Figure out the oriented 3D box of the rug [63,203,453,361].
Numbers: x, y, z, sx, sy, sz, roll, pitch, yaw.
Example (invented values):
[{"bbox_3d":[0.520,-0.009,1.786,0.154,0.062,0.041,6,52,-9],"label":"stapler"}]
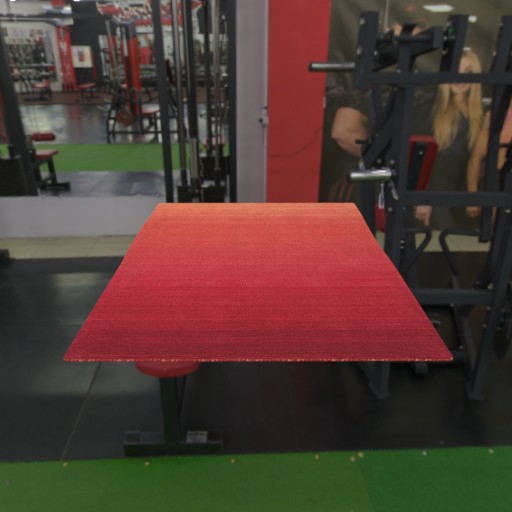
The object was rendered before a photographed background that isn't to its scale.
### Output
[{"bbox_3d":[0.000,0.000,3.932,2.340,0.028,2.905,0,25,0],"label":"rug"}]
